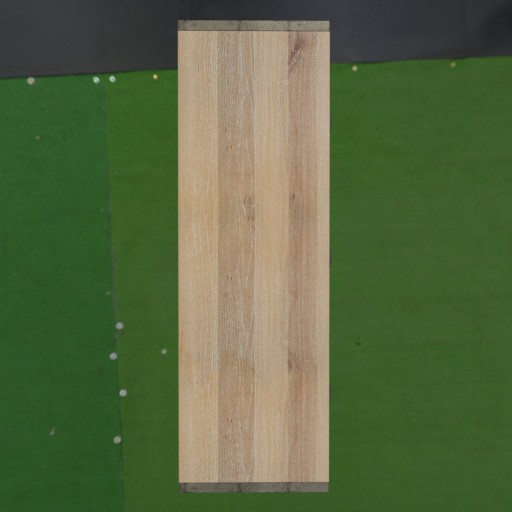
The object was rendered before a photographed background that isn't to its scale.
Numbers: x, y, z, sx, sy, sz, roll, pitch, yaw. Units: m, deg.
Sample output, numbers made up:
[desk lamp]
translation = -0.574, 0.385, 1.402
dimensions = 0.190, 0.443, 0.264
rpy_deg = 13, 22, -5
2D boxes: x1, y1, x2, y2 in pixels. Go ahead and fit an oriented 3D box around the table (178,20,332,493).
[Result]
[table]
translation = 0.000, 0.000, 1.375
dimensions = 0.361, 0.763, 1.059
rpy_deg = 0, 91, -1
